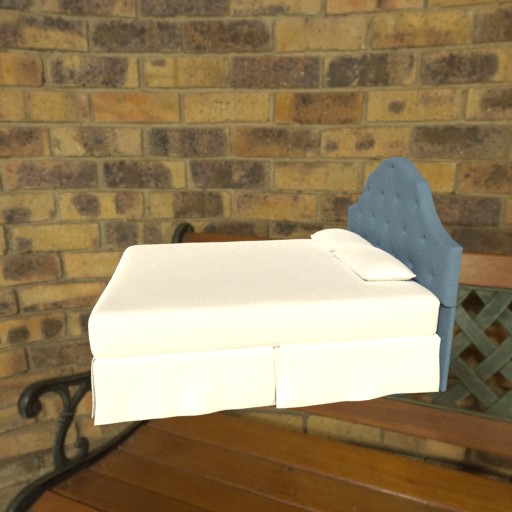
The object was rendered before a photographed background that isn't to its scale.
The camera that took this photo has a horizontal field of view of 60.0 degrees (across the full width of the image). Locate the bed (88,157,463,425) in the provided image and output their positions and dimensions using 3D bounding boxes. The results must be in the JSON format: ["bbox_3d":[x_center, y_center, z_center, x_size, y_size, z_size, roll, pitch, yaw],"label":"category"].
[{"bbox_3d":[0.000,0.000,3.744,2.477,1.617,2.039,-2,15,-8],"label":"bed"}]
